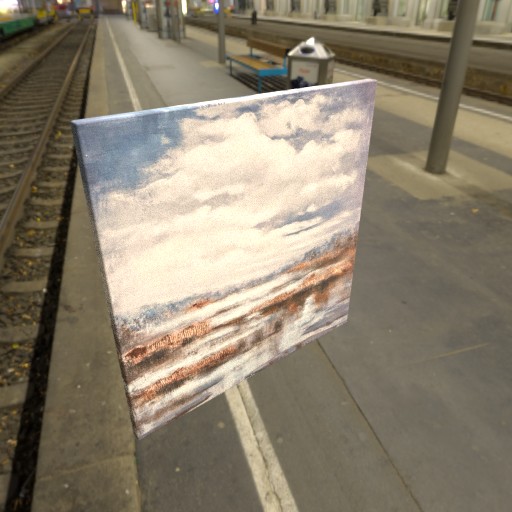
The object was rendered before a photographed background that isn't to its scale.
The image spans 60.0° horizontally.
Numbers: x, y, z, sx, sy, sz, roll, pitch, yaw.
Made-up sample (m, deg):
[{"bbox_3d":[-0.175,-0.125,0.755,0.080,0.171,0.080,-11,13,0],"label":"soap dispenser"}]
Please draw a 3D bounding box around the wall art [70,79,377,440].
[{"bbox_3d":[0.000,0.000,1.302,0.888,0.897,0.035,-21,36,-33],"label":"wall art"}]
